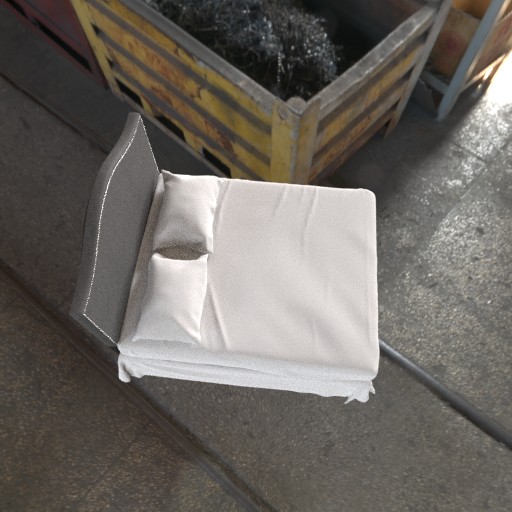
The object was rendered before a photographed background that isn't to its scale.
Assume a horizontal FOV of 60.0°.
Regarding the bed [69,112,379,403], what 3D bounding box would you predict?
[{"bbox_3d":[0.000,0.000,3.478,2.221,1.645,1.876,5,64,3],"label":"bed"}]
